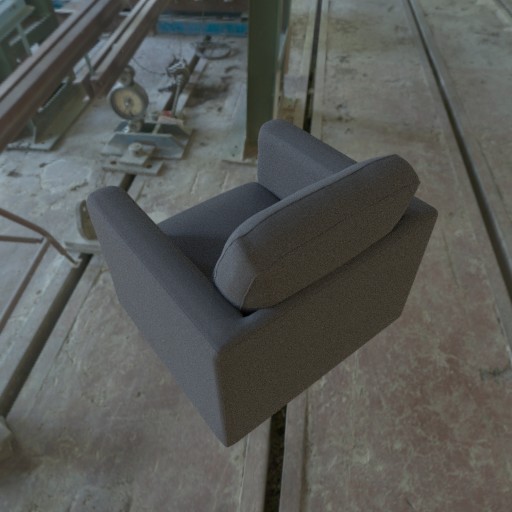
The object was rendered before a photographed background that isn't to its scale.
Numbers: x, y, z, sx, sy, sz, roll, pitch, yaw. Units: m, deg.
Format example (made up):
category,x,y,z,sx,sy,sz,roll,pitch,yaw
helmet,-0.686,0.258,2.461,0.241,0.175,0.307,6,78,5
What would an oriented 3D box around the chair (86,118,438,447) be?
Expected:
category,x,y,z,sx,sy,sz,roll,pitch,yaw
chair,0.000,0.000,1.572,0.854,0.927,0.800,-29,52,-25
